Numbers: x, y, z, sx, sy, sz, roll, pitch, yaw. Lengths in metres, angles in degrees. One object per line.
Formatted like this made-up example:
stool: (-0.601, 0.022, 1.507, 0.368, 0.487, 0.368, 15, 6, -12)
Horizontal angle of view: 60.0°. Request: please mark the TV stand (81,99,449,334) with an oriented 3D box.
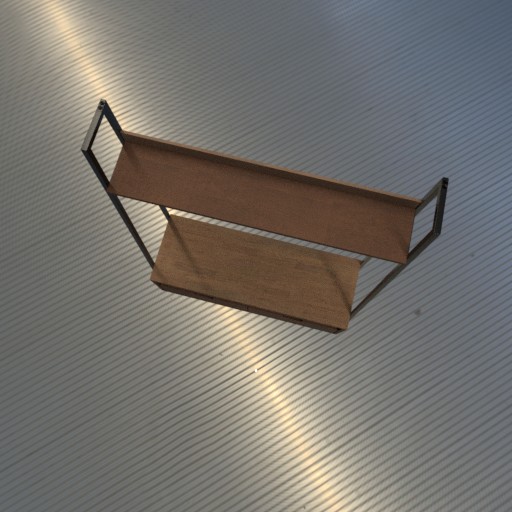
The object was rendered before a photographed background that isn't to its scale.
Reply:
TV stand: (0.000, 0.000, 2.348, 1.250, 1.772, 0.432, 14, 76, 4)
